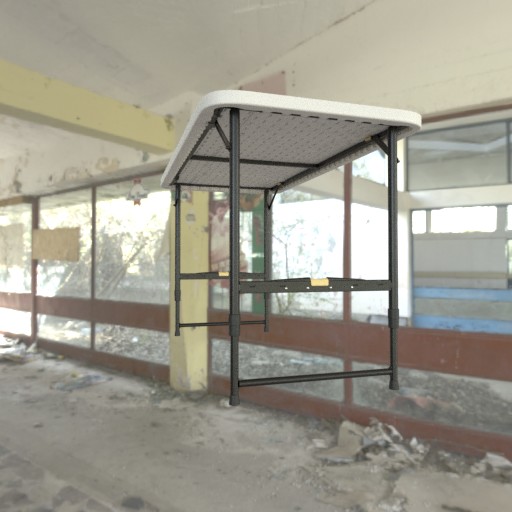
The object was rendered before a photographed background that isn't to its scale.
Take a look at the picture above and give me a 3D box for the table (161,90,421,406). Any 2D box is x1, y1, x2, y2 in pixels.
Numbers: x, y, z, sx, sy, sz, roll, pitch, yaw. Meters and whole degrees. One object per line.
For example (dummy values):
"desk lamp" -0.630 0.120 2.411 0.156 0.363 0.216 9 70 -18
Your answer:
"table" 0.000 0.000 1.654 0.610 0.737 1.219 0 -1 -17
